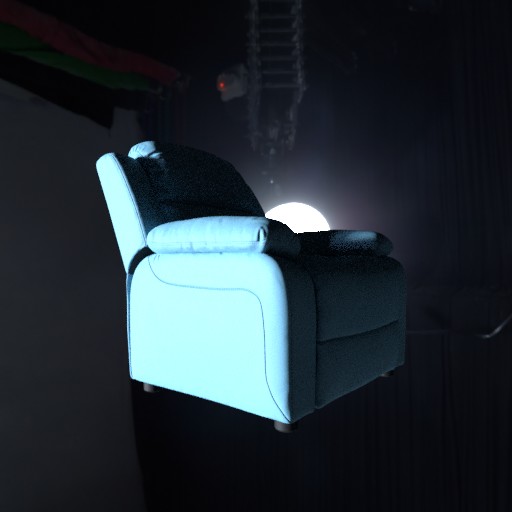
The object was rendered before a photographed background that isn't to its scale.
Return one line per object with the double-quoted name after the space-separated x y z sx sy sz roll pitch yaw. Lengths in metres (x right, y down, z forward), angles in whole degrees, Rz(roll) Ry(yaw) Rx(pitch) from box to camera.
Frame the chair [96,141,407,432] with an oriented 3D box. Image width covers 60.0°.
0.000 0.000 1.267 0.709 0.702 0.680 -1 -1 37 "chair"
